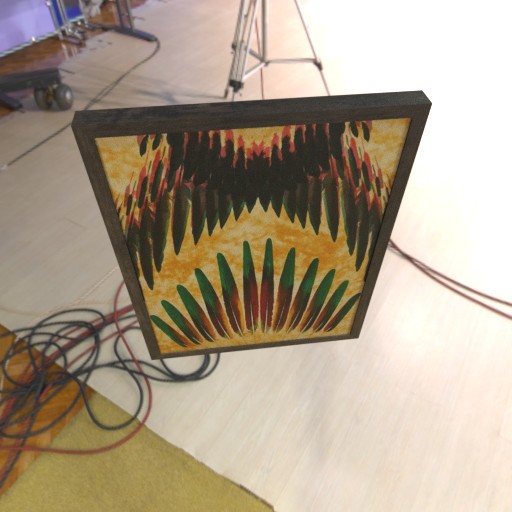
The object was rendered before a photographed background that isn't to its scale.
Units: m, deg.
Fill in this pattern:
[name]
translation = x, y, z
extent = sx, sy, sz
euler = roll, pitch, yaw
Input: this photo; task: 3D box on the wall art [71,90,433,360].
[wall art]
translation = 0.000, 0.000, 0.558
extent = 0.329, 0.406, 0.027
euler = -5, 48, -5
